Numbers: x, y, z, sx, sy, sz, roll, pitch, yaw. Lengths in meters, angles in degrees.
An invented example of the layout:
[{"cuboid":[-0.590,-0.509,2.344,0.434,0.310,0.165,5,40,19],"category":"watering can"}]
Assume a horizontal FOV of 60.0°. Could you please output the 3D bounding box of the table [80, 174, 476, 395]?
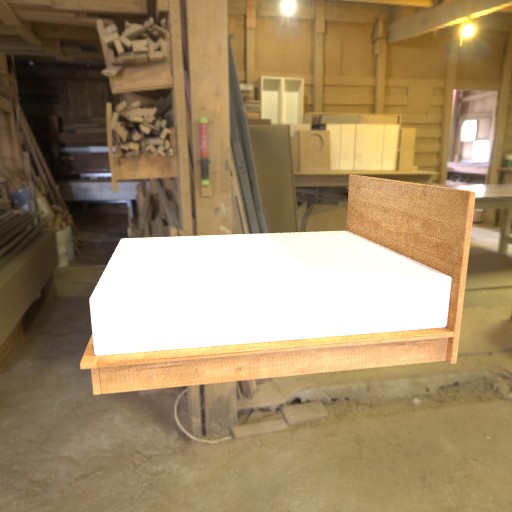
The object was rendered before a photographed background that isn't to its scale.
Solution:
[{"cuboid":[0.000,0.000,3.186,2.149,1.041,1.707,-3,14,-11],"category":"table"}]
